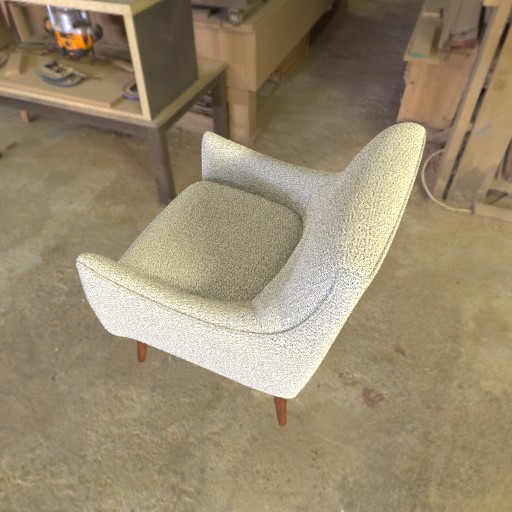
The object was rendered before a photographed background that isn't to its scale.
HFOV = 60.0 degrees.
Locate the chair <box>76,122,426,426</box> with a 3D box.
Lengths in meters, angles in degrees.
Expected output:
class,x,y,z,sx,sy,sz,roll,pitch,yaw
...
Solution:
class,x,y,z,sx,sy,sz,roll,pitch,yaw
chair,0.000,0.000,1.419,0.787,0.838,0.762,19,49,17
